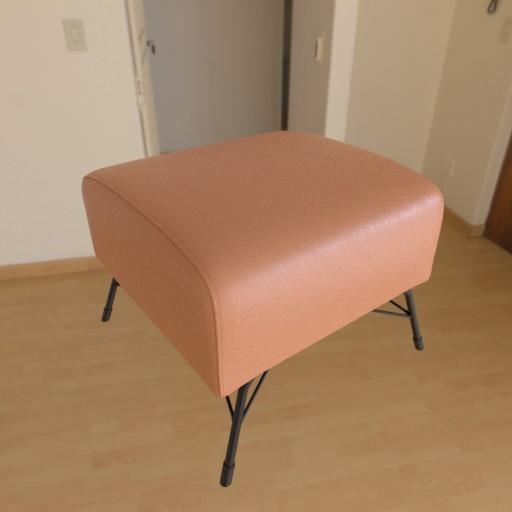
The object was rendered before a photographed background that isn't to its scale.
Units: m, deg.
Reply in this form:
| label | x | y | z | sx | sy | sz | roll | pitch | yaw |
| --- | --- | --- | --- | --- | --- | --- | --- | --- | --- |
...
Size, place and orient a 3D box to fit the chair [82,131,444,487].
| label | x | y | z | sx | sy | sz | roll | pitch | yaw |
| --- | --- | --- | --- | --- | --- | --- | --- | --- | --- |
| chair | 0.000 | 0.000 | 0.909 | 0.530 | 0.410 | 0.530 | -21 | 37 | -31 |
